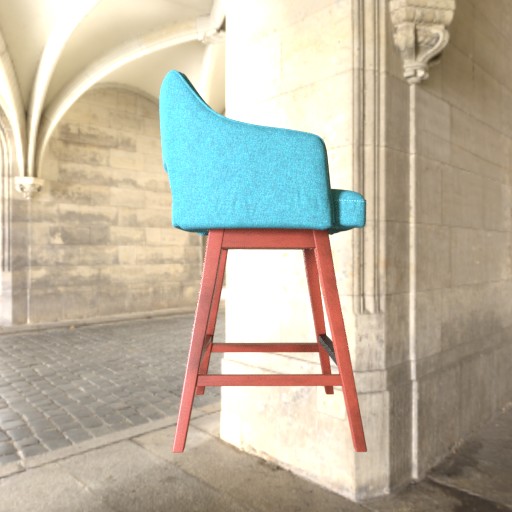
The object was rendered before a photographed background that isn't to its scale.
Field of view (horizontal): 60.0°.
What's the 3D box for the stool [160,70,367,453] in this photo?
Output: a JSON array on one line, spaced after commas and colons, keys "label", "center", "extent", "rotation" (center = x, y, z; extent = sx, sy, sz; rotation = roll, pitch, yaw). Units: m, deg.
[{"label": "stool", "center": [0.000, 0.000, 1.318], "extent": [0.556, 0.961, 0.548], "rotation": [0, 0, 0]}]
